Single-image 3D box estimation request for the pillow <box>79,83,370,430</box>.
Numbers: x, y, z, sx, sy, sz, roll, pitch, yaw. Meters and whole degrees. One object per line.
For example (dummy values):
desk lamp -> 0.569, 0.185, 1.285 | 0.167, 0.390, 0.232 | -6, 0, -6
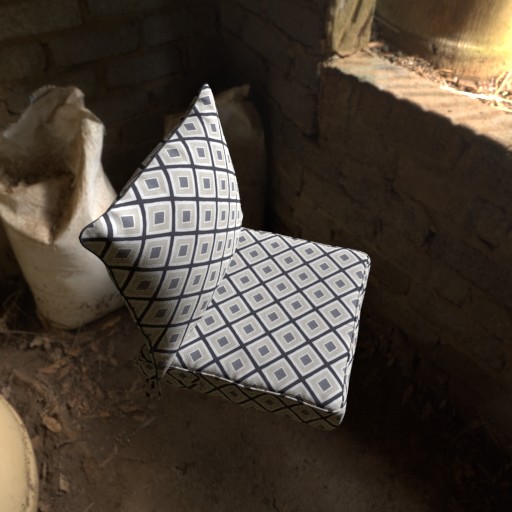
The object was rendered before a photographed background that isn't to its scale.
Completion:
pillow -> 0.000, 0.000, 1.398 | 0.733, 0.722, 0.798 | 12, 47, 12
